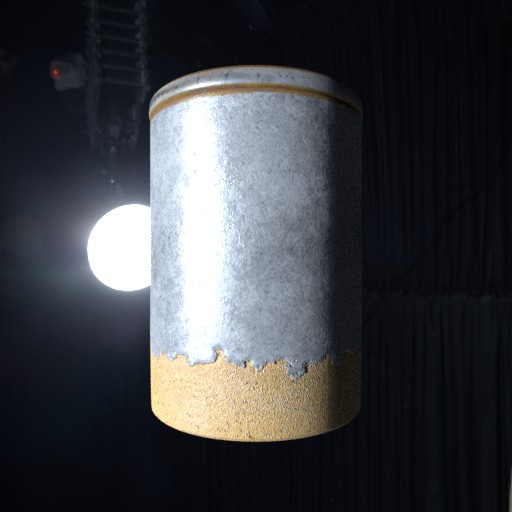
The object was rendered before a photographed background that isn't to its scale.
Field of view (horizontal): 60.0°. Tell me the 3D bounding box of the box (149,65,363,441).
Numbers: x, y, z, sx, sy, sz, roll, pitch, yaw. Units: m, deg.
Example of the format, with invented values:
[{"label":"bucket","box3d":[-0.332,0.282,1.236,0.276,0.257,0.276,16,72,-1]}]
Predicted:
[{"label":"box","box3d":[0.000,0.000,0.250,0.118,0.168,0.118,0,-1,0]}]
